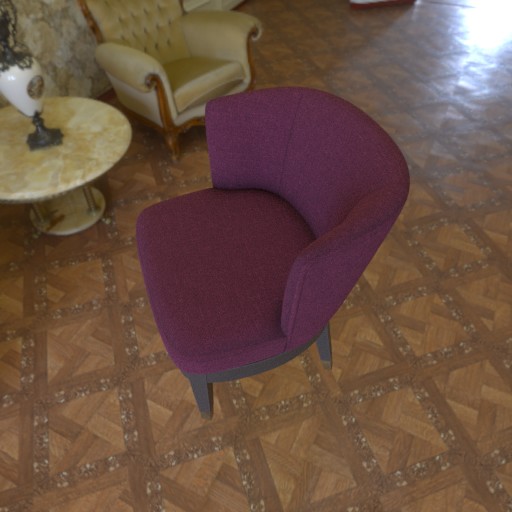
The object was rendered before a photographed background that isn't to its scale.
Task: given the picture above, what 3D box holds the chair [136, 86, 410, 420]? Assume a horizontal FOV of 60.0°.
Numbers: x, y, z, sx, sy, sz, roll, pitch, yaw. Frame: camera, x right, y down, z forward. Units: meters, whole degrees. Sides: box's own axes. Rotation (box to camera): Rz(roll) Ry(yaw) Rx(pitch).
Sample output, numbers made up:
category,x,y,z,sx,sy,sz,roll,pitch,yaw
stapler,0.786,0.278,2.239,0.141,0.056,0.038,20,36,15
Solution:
category,x,y,z,sx,sy,sz,roll,pitch,yaw
chair,0.000,0.000,1.319,0.660,0.760,0.700,-14,47,-14
